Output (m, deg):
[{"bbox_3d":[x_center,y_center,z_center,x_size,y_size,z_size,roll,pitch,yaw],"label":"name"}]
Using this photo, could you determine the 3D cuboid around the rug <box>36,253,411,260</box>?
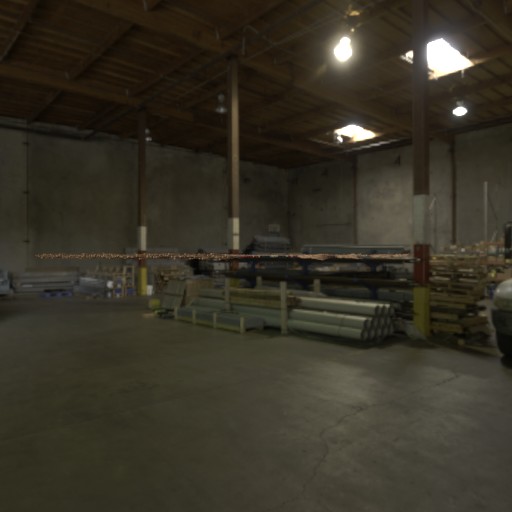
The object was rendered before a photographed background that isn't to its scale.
[{"bbox_3d":[0.000,0.000,3.162,1.778,0.048,2.450,0,0,36],"label":"rug"}]
